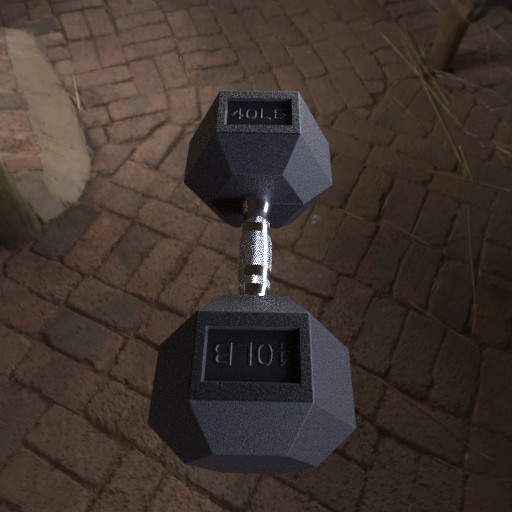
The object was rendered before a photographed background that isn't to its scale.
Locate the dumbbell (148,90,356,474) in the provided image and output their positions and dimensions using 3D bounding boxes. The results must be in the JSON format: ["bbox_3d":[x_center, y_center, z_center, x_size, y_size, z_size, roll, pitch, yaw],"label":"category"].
[{"bbox_3d":[0.000,0.000,0.418,0.157,0.137,0.361,1,57,1],"label":"dumbbell"}]
